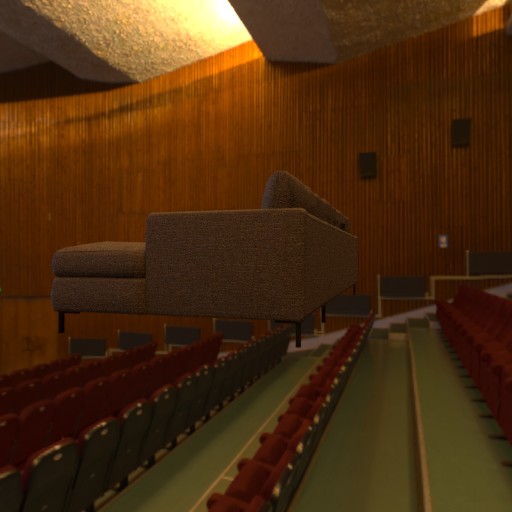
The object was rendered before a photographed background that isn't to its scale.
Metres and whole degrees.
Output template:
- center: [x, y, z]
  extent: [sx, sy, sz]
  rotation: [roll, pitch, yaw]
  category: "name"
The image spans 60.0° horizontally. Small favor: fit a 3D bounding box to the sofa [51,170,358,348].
- center: [0.000, 0.000, 3.833]
  extent: [1.483, 0.892, 3.221]
  rotation: [0, 0, 18]
  category: "sofa"
